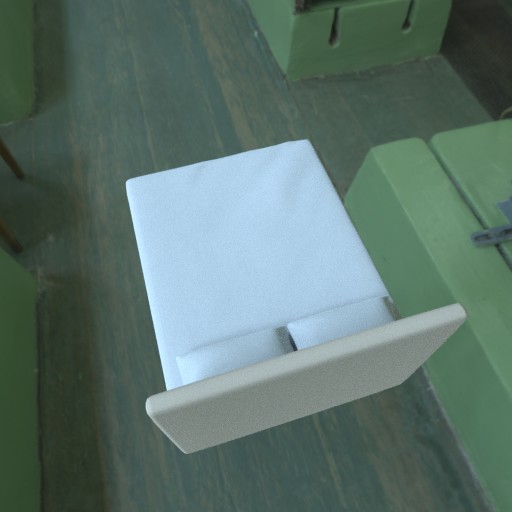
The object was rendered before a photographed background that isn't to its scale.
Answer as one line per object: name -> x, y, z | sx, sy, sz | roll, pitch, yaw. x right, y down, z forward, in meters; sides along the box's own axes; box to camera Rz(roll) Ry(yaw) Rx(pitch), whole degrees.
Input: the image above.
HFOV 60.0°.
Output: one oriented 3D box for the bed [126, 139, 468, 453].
bed -> 0.000, 0.000, 3.225 | 1.748, 1.330, 2.142 | -15, 60, -9
